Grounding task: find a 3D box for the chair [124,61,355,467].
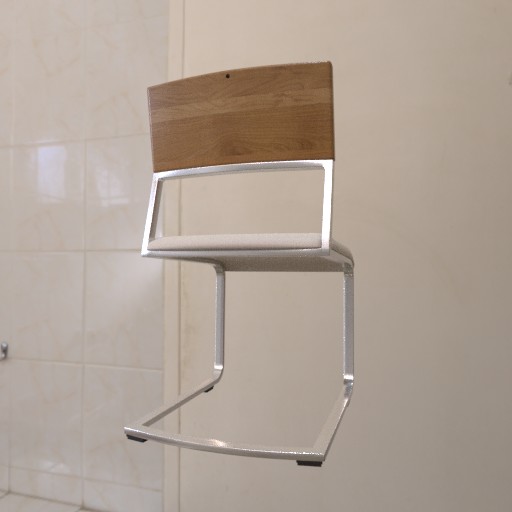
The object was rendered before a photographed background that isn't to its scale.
[{"bbox_3d":[0.000,0.000,1.198,0.467,0.844,0.585,0,-1,19],"label":"chair"}]
